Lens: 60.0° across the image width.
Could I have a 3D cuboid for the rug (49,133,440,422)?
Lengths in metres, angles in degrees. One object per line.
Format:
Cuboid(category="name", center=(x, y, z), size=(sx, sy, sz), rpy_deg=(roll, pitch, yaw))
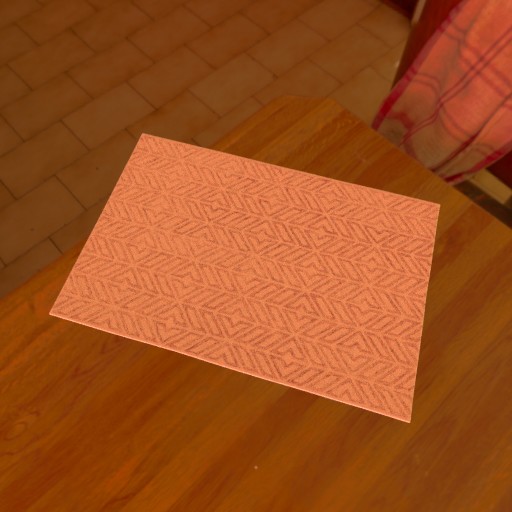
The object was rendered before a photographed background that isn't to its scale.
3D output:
Cuboid(category="rug", center=(0.000, 0.000, 2.388), size=(1.828, 0.007, 1.220), rpy_deg=(15, 65, 7))
